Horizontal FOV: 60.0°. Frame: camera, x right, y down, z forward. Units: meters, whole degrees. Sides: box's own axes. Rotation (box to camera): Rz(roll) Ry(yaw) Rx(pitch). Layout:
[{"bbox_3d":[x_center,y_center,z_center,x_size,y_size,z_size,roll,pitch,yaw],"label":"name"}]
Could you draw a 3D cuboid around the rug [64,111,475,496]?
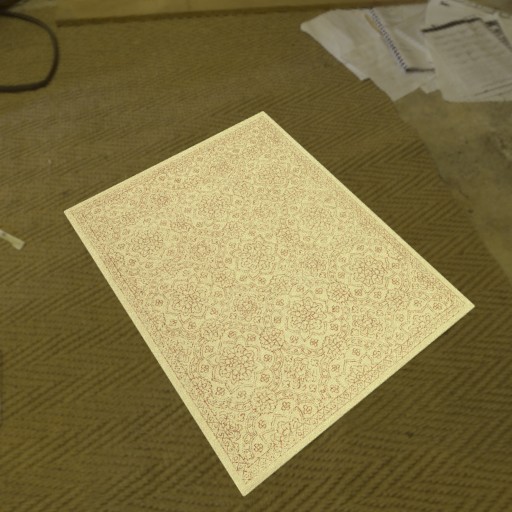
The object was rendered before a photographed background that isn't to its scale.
[{"bbox_3d":[0.000,0.000,4.076,2.441,0.015,3.050,-32,64,-18],"label":"rug"}]
